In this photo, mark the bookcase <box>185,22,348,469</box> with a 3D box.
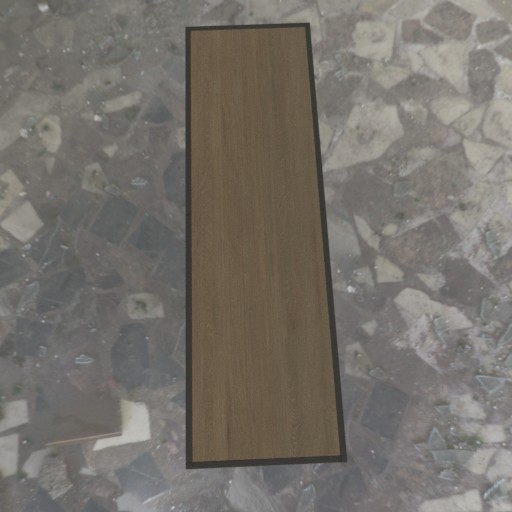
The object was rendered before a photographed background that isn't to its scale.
[{"bbox_3d":[0.000,0.000,1.476,0.350,0.780,1.140,-2,75,-1],"label":"bookcase"}]
